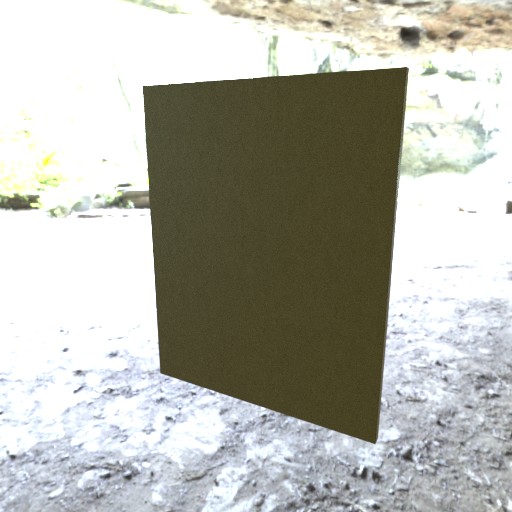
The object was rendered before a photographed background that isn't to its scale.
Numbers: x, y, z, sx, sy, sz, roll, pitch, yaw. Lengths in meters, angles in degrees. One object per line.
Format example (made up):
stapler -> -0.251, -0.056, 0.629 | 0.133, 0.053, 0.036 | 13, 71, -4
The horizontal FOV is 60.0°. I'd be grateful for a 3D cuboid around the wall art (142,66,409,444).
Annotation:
wall art -> 0.000, 0.000, 1.336 | 0.798, 1.002, 0.030 | 8, 17, 28
